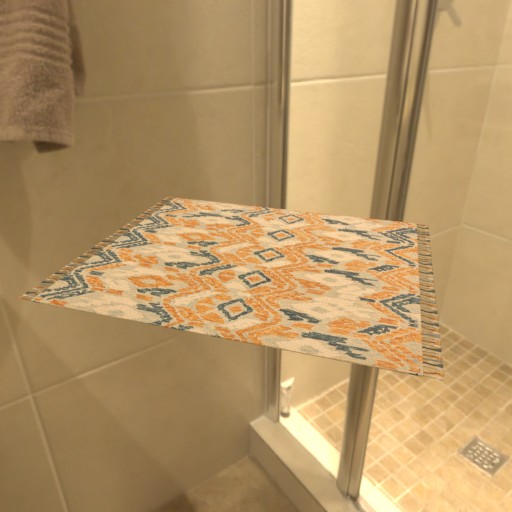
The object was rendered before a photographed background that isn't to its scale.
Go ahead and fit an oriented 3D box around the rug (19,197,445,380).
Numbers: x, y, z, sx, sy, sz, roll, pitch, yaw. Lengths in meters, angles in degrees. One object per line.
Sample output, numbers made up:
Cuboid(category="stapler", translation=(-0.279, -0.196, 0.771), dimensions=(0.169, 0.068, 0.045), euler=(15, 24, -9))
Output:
Cuboid(category="rug", translation=(0.000, 0.000, 4.012), dimensions=(3.048, 0.010, 2.439), euler=(8, 28, 15))
